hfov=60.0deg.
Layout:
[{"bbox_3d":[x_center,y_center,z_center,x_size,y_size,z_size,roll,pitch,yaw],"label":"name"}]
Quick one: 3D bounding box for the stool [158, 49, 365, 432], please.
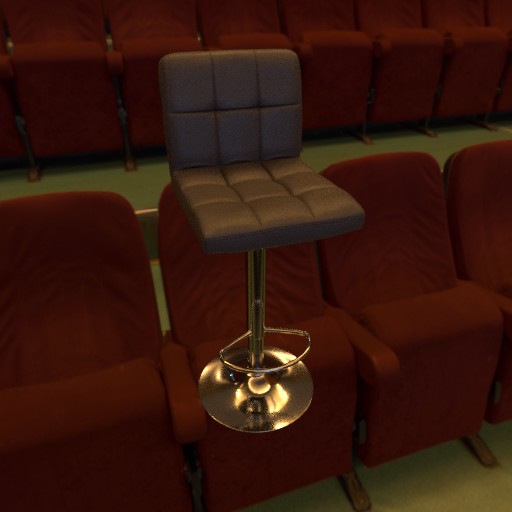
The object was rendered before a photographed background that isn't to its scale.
[{"bbox_3d":[0.000,0.000,1.365,0.430,1.115,0.505,-10,32,-16],"label":"stool"}]
